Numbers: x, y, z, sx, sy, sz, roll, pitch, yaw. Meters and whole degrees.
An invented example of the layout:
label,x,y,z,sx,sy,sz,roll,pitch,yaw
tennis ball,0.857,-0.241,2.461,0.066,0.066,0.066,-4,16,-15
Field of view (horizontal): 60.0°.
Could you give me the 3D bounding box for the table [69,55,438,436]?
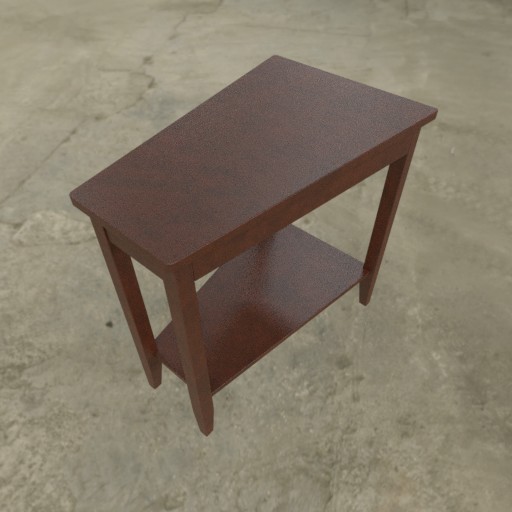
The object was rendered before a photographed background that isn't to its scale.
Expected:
label,x,y,z,sx,sy,sz,roll,pitch,yaw
table,0.000,0.000,0.980,0.399,0.589,0.605,31,54,27
